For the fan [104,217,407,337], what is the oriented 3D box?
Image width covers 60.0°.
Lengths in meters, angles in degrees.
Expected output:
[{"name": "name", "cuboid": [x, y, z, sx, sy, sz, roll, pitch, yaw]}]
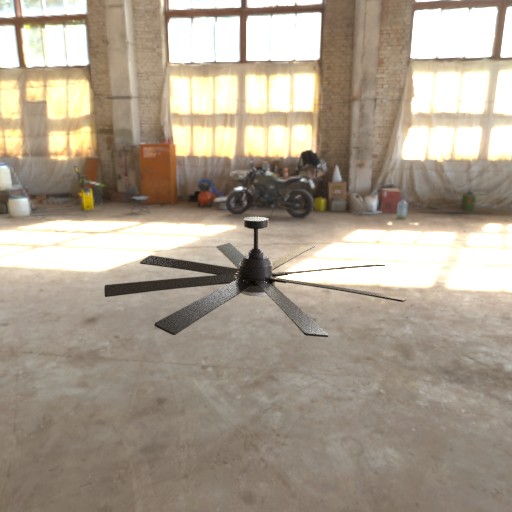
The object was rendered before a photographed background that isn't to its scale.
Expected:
[{"name": "fan", "cuboid": [0.000, 0.000, 2.784, 1.830, 0.472, 1.830, 8, 16, 27]}]
